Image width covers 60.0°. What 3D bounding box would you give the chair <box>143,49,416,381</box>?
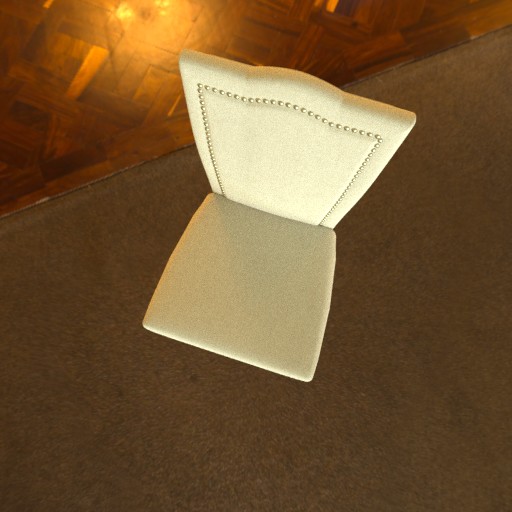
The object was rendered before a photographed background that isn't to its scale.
[{"bbox_3d":[0.000,0.000,1.265,0.518,0.946,0.589,17,78,4],"label":"chair"}]
